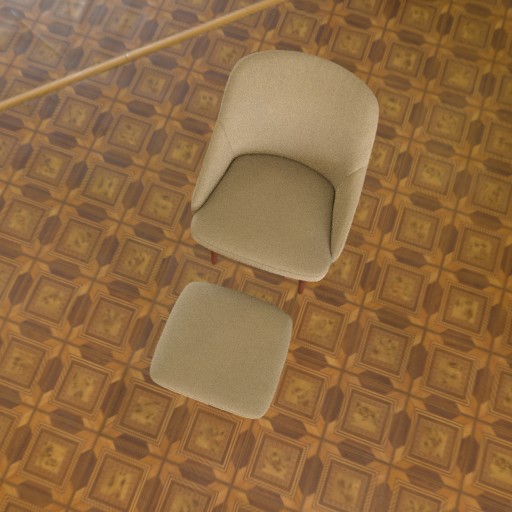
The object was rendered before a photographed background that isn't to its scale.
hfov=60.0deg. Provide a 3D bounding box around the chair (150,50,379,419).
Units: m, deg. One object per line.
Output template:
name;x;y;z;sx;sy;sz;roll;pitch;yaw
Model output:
chair;0.000;0.000;1.642;0.584;0.866;1.114;19;76;5
